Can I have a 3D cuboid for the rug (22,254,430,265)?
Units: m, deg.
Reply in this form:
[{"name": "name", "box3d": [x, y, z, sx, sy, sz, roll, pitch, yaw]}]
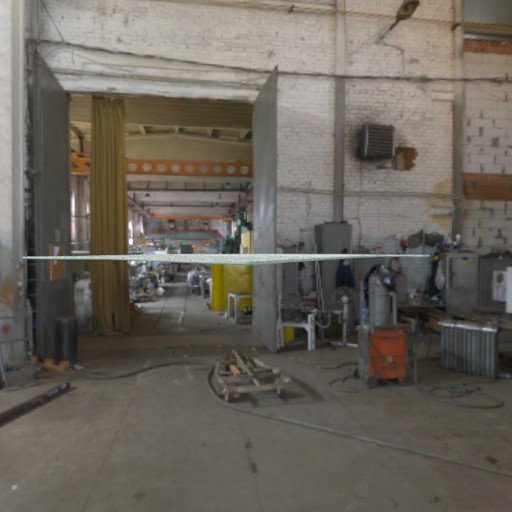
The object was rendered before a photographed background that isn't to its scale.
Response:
[{"name": "rug", "box3d": [0.000, 0.000, 2.920, 1.611, 0.026, 2.260, 1, 1, 37]}]
